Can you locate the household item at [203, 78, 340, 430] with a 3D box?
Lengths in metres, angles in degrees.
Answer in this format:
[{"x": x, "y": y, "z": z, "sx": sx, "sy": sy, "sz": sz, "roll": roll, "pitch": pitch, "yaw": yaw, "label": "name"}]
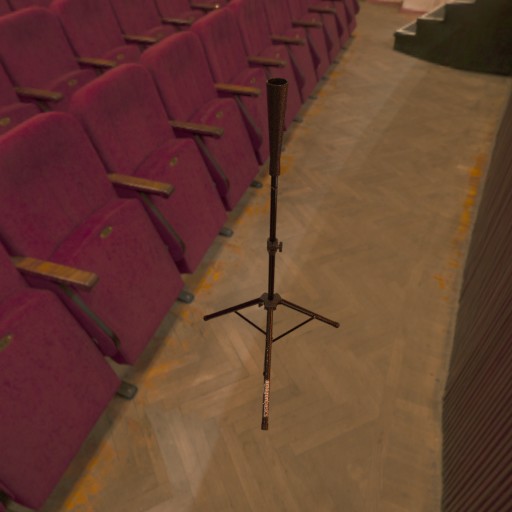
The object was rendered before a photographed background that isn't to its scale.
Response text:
[{"x": 0.000, "y": 0.000, "z": 1.400, "sx": 0.559, "sy": 1.067, "sz": 0.559, "roll": 13, "pitch": 42, "yaw": 14, "label": "household item"}]
